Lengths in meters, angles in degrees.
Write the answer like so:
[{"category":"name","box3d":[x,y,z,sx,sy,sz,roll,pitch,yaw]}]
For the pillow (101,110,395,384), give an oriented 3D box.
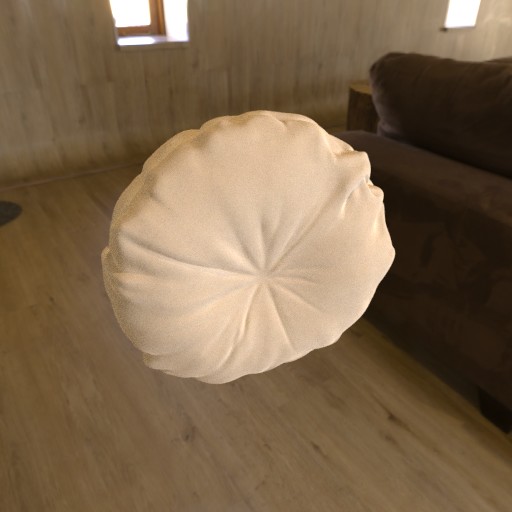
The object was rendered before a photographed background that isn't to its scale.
[{"category":"pillow","box3d":[0.000,0.000,0.651,0.428,0.407,0.148,-9,32,-15]}]
